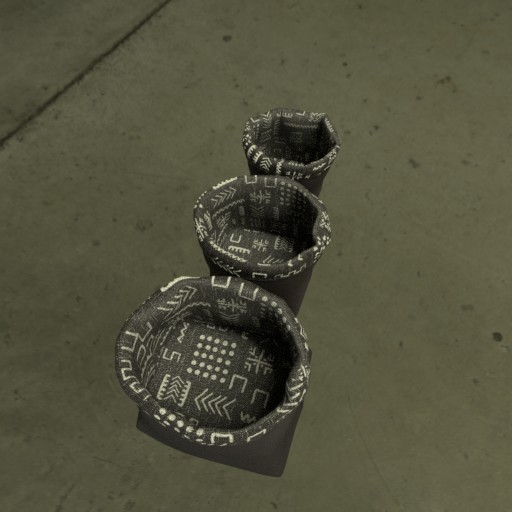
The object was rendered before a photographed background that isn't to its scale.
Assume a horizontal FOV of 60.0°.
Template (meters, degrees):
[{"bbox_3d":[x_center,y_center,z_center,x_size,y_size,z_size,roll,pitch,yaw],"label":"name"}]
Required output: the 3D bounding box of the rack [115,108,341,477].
[{"bbox_3d":[0.000,0.000,1.064,0.379,0.323,0.905,13,64,7],"label":"rack"}]
